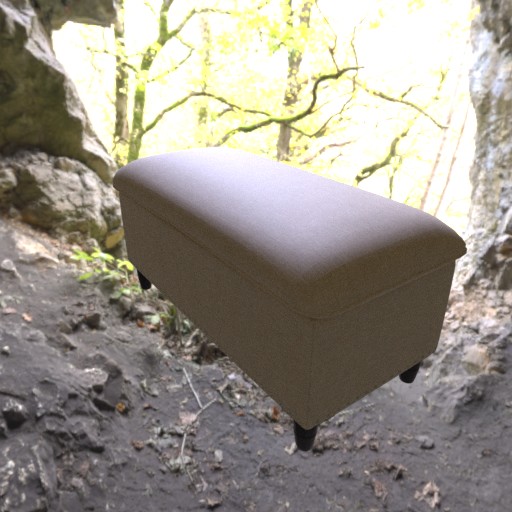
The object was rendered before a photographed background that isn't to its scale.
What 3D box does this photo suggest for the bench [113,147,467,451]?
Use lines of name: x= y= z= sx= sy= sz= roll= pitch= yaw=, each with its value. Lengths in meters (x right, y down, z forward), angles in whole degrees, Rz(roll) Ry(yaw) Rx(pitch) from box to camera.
bench: x=0.000 y=0.000 z=1.260 sx=0.483 sy=0.483 sz=0.991 roll=-18 pitch=31 yaw=-32
